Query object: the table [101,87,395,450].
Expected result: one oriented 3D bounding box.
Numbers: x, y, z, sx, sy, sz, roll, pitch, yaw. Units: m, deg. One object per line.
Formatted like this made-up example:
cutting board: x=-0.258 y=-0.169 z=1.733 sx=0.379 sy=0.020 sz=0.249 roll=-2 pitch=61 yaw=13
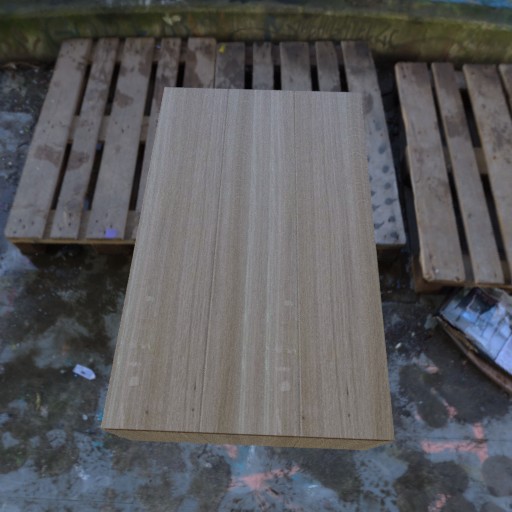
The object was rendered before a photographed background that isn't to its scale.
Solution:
table: x=0.000 y=0.000 z=1.431 sx=0.678 sy=0.353 sz=1.110 roll=2 pitch=63 yaw=1
